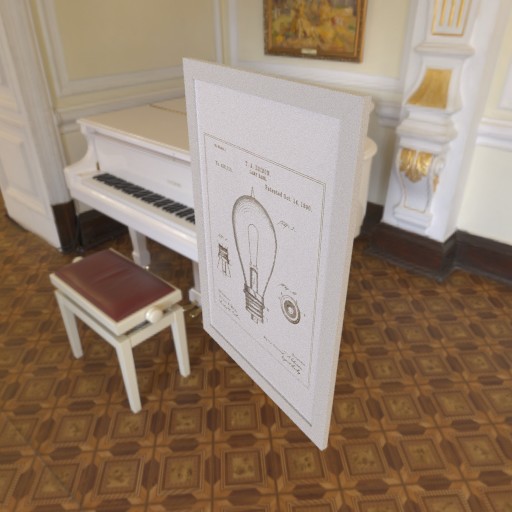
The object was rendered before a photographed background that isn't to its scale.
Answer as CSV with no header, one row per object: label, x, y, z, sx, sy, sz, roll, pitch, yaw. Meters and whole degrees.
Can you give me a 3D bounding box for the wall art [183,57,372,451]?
wall art,0.000,0.000,0.613,0.010,0.474,0.325,-20,36,-30
